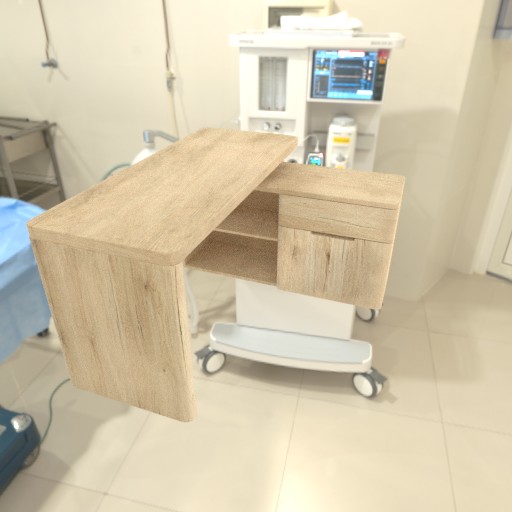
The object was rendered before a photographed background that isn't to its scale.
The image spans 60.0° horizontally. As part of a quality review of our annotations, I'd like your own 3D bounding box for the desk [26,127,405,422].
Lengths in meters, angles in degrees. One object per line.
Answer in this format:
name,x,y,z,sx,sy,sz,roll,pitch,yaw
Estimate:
desk,0.000,0.000,2.074,1.175,0.770,1.400,11,32,18
